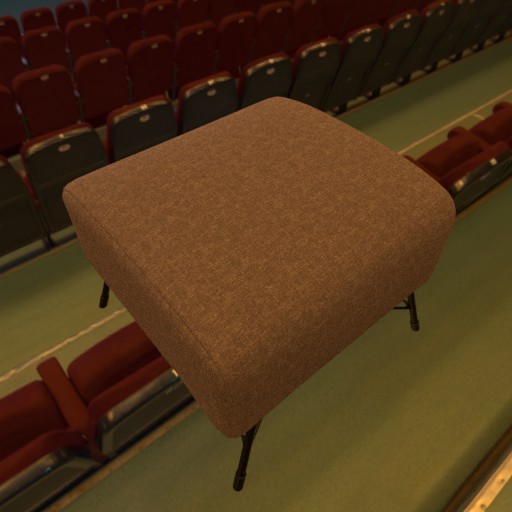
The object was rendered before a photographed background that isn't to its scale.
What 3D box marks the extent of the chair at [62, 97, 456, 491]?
[{"bbox_3d":[0.000,0.000,0.873,0.530,0.410,0.530,-32,55,-26],"label":"chair"}]
